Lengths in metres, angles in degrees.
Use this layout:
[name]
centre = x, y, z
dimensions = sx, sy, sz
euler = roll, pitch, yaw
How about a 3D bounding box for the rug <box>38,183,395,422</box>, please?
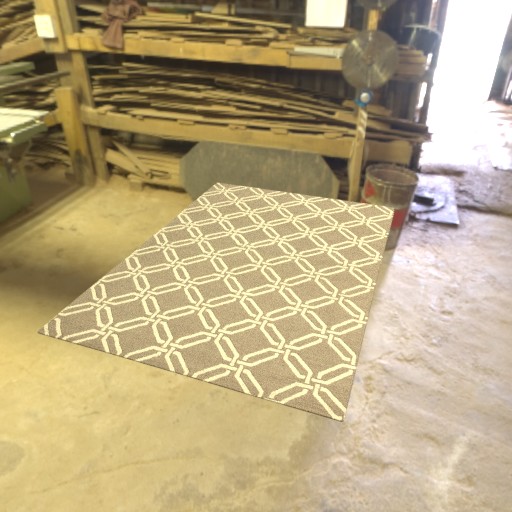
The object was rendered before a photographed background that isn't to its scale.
[rug]
centre = 0.000, 0.000, 4.514
dimensions = 2.441, 0.020, 3.419
euler = 11, 32, 17
